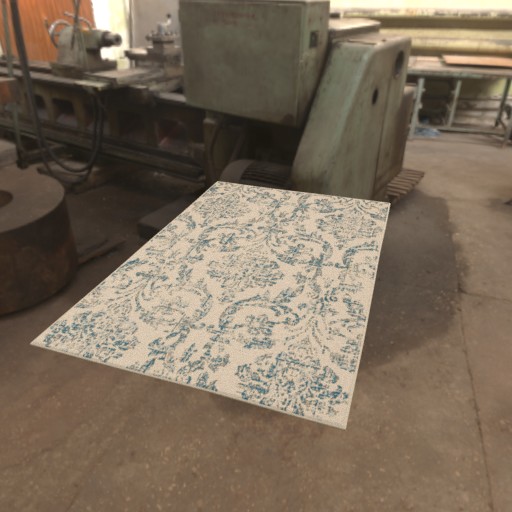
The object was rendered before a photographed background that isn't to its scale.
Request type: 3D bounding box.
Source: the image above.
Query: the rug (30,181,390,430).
[{"bbox_3d":[0.000,0.000,2.281,1.213,0.012,1.831,10,32,16],"label":"rug"}]
